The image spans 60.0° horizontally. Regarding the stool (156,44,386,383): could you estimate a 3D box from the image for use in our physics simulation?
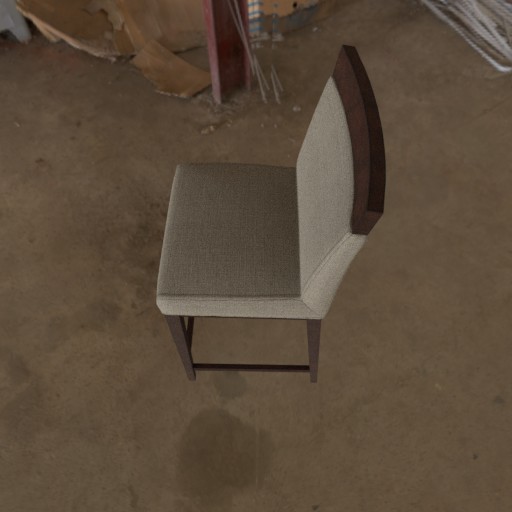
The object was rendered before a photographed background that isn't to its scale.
[{"bbox_3d":[0.000,0.000,1.404,0.531,1.117,0.511,1,58,1],"label":"stool"}]
